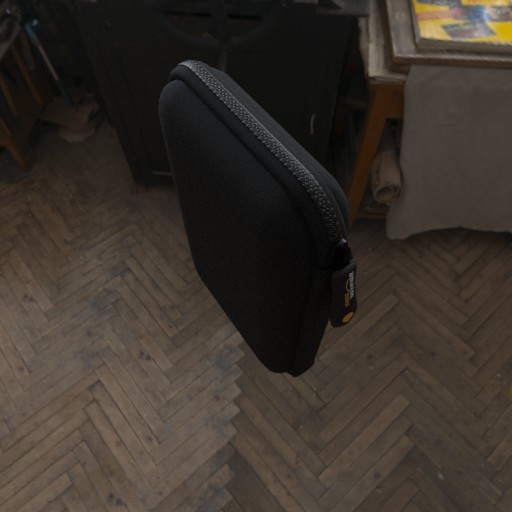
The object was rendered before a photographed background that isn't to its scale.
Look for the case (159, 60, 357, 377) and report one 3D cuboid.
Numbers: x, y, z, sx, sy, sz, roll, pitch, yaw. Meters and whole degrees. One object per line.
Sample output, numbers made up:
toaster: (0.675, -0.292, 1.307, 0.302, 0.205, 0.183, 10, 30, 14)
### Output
case: (0.000, 0.000, 0.195, 0.030, 0.147, 0.107, -31, 63, -17)
